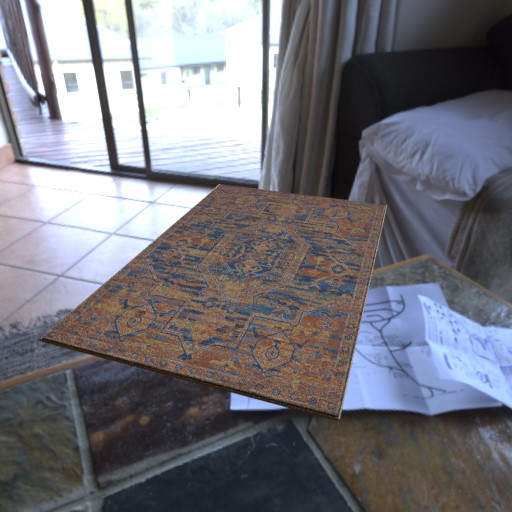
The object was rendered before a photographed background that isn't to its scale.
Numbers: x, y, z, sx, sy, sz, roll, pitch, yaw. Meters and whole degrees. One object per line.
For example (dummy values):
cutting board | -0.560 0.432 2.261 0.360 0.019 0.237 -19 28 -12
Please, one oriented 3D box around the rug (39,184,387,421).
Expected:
rug | 0.000 0.000 2.245 1.148 0.013 1.758 10 31 16
